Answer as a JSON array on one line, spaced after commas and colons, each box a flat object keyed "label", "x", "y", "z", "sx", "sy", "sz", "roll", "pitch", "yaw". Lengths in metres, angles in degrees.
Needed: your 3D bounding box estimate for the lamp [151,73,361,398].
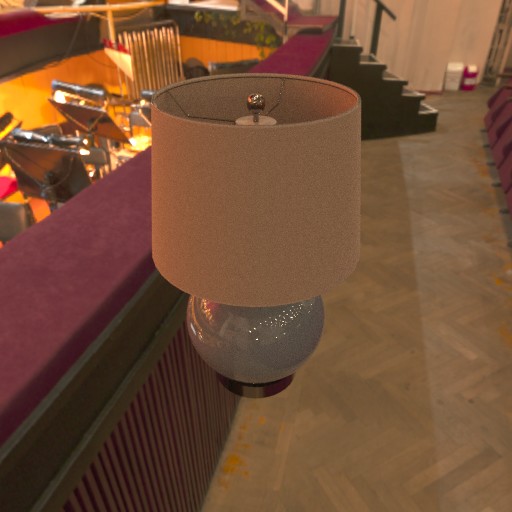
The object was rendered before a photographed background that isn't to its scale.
[{"label": "lamp", "x": 0.000, "y": 0.000, "z": 0.547, "sx": 0.247, "sy": 0.387, "sz": 0.247, "roll": 0, "pitch": 34, "yaw": 0}]
